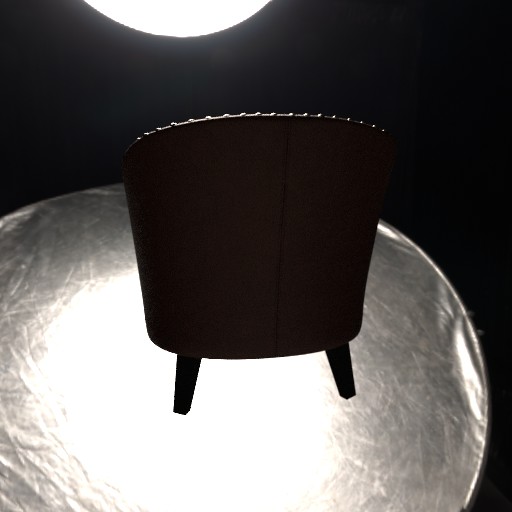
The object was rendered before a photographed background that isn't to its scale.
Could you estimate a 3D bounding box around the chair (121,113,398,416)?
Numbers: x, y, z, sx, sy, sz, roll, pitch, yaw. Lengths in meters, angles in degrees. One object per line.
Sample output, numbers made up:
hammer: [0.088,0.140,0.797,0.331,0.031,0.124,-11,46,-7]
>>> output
chair: [0.000,0.000,1.434,0.794,0.823,0.748,-2,13,-10]
